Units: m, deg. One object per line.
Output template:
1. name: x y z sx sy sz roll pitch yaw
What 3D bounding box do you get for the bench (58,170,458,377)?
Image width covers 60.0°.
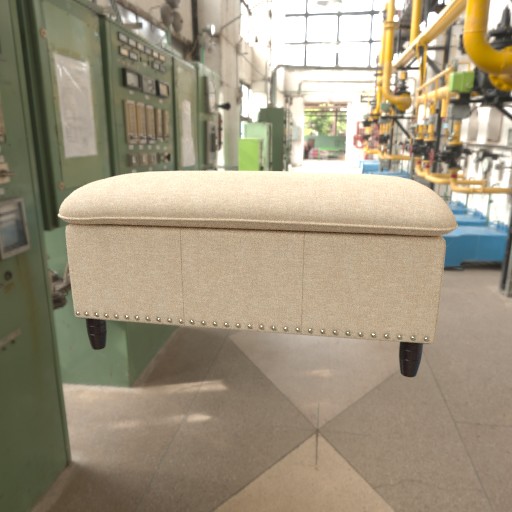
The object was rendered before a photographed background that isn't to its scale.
1. bench: 0.000 0.000 1.292 0.991 0.483 0.483 3 15 10
